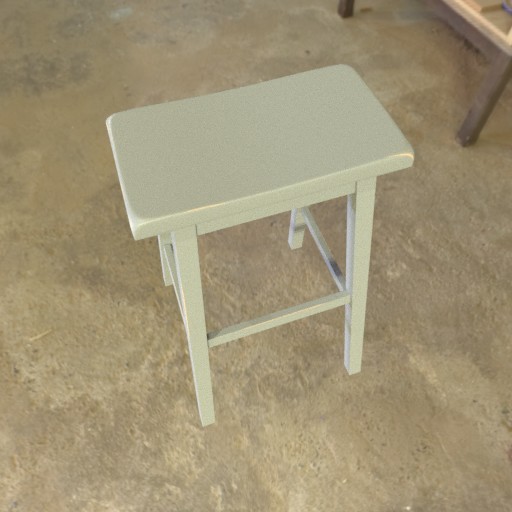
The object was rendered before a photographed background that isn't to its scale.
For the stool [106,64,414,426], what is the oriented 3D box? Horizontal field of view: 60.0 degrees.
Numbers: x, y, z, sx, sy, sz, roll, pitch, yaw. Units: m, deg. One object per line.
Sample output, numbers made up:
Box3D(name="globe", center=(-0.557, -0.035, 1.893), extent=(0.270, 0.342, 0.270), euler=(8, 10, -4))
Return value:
Box3D(name="stool", center=(0.000, 0.000, 1.014), extent=(0.457, 0.737, 0.476), euler=(-16, 59, -10))
